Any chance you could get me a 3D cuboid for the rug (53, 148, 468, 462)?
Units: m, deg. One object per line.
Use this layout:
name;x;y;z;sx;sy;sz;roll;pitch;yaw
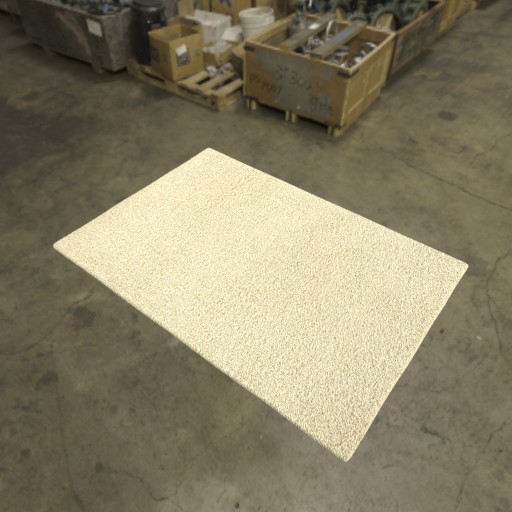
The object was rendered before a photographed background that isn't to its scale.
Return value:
rug;0.000;0.000;2.287;1.778;0.030;1.219;29;52;26
